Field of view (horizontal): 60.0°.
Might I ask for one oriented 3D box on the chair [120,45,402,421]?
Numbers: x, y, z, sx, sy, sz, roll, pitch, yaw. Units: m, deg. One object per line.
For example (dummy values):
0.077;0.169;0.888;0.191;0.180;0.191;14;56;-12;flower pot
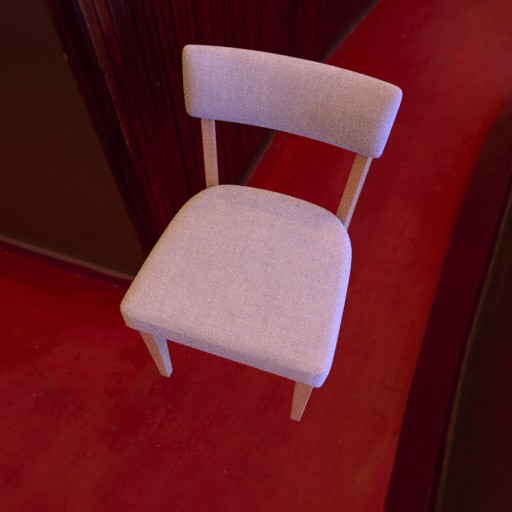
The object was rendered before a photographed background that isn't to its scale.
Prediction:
0.000;0.000;1.169;0.508;0.832;0.572;16;59;10;chair
